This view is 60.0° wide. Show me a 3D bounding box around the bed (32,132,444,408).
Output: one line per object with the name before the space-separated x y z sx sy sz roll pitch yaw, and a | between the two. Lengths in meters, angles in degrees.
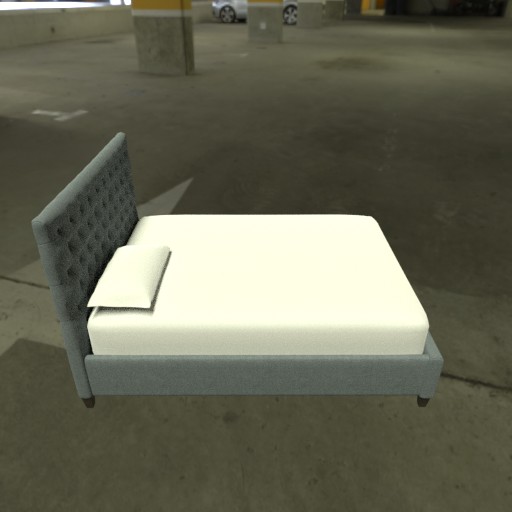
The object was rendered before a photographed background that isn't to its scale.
bed | 0.000 0.000 3.325 2.335 1.411 1.698 0 31 0
